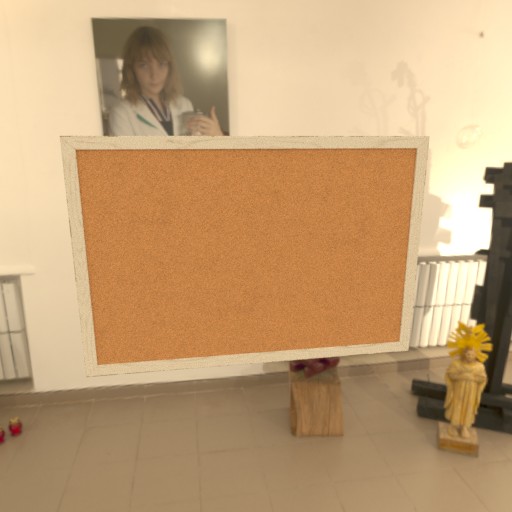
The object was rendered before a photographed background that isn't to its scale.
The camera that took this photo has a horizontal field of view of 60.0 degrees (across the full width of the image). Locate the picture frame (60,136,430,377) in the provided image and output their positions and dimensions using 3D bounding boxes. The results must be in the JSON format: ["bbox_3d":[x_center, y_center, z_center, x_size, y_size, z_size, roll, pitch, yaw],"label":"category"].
[{"bbox_3d":[0.000,0.000,1.225,0.950,0.640,0.029,-2,15,-9],"label":"picture frame"}]
